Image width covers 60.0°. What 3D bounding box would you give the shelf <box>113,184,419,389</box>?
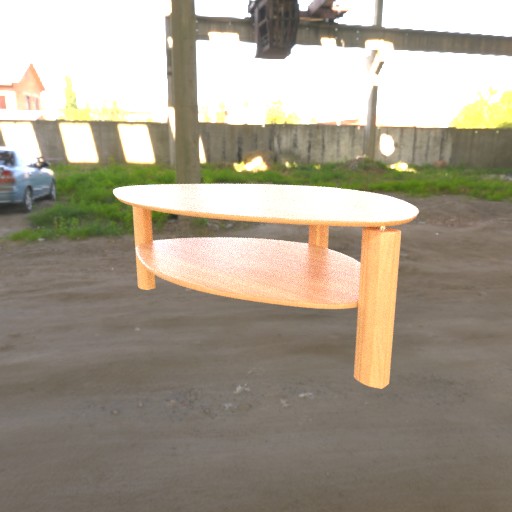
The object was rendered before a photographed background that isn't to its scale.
[{"bbox_3d":[0.000,0.000,1.596,0.845,0.440,1.246,-13,19,-43],"label":"shelf"}]
